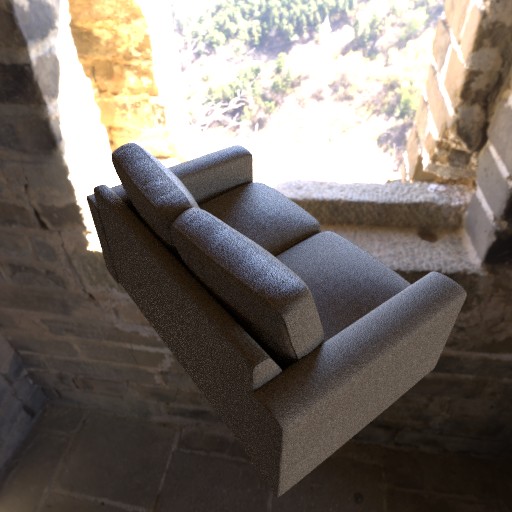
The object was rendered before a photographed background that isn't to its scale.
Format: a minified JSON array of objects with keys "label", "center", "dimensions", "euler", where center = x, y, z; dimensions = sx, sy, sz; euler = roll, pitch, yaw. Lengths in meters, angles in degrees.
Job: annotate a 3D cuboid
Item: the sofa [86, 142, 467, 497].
[{"label":"sofa","center":[0.000,0.000,2.129],"dimensions":[1.016,0.873,1.616],"euler":[-26,47,-27]}]
